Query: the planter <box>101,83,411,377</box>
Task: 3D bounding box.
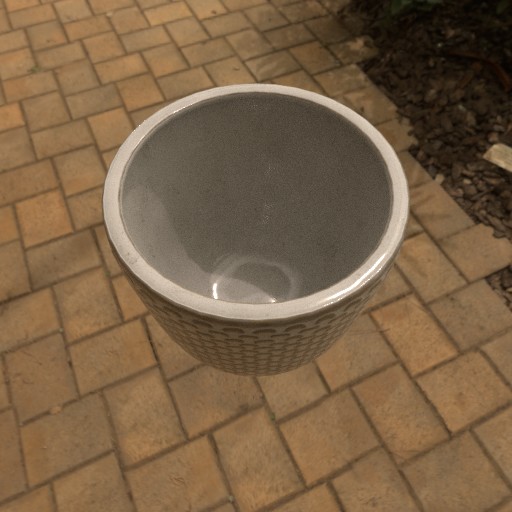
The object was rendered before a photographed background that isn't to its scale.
[{"bbox_3d":[0.000,0.000,0.314,0.173,0.160,0.173,0,58,0],"label":"planter"}]
